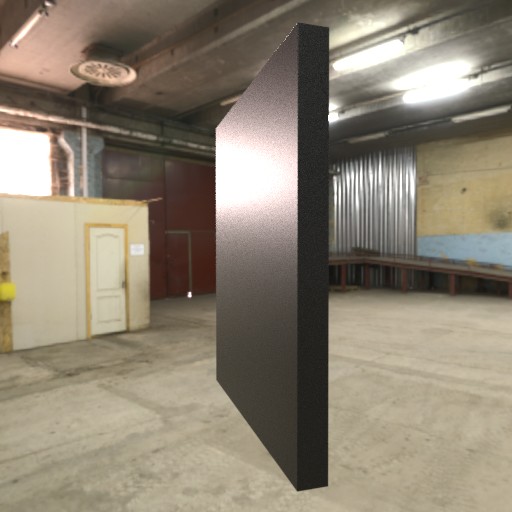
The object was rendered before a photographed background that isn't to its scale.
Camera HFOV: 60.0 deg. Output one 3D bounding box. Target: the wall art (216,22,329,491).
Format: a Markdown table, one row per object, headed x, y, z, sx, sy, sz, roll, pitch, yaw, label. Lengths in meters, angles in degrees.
| x | y | z | sx | sy | sz | roll | pitch | yaw | label |
| --- | --- | --- | --- | --- | --- | --- | --- | --- | --- |
| 0.000 | 0.000 | 0.519 | 0.028 | 0.380 | 0.325 | 0 | 1 | -17 | wall art |
